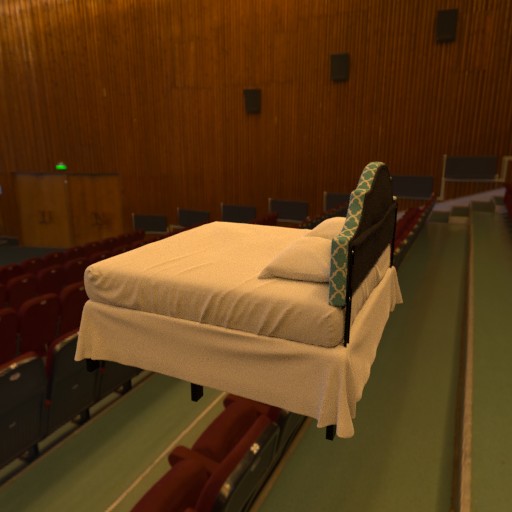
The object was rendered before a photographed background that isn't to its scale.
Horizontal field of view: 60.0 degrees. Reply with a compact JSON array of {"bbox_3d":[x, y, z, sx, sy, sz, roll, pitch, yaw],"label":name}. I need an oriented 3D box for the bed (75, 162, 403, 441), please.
[{"bbox_3d":[0.000,0.000,3.751,2.222,1.601,2.314,7,17,24],"label":"bed"}]
